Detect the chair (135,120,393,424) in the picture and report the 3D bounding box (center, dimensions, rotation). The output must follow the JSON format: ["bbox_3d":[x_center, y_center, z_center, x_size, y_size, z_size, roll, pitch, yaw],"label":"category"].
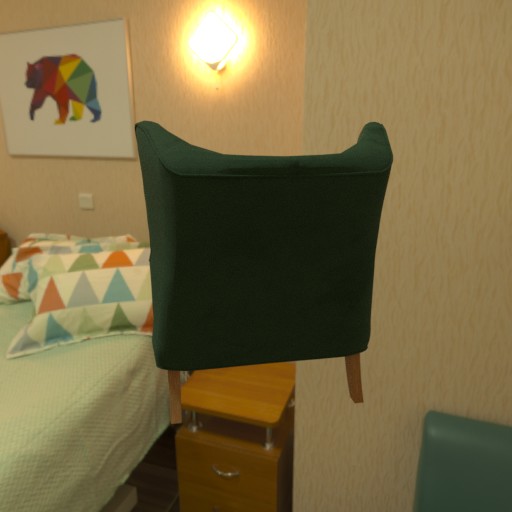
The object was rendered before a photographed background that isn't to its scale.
[{"bbox_3d":[0.000,0.000,1.647,0.793,0.952,0.910,-3,16,-10],"label":"chair"}]
